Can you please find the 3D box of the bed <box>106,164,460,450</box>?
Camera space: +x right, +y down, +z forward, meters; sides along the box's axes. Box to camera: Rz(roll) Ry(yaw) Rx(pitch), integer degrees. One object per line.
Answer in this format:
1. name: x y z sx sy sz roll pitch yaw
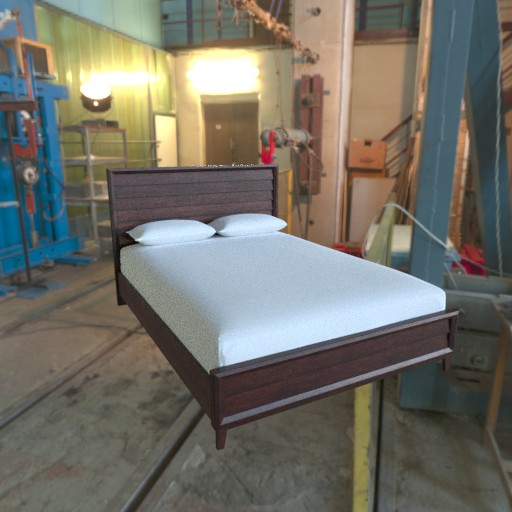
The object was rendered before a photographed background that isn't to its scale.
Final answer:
1. bed: 0.000 0.000 4.056 2.040 1.492 2.803 -8 16 -27
